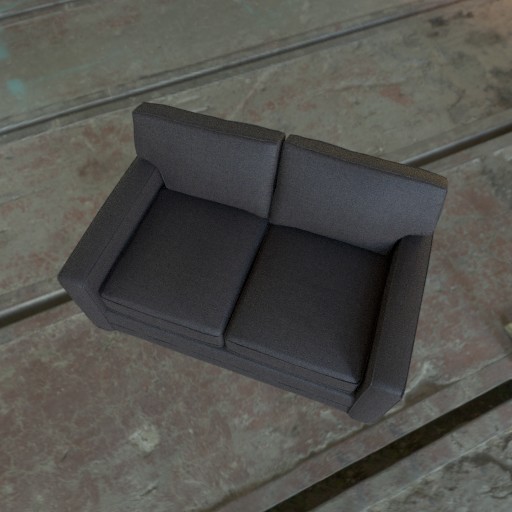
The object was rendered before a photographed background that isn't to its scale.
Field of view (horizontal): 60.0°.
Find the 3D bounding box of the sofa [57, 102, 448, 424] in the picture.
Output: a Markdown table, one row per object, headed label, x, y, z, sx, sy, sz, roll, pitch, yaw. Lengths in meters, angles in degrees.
| label | x | y | z | sx | sy | sz | roll | pitch | yaw |
| --- | --- | --- | --- | --- | --- | --- | --- | --- | --- |
| sofa | 0.000 | 0.000 | 2.138 | 1.534 | 0.887 | 0.974 | 17 | 60 | 10 |
